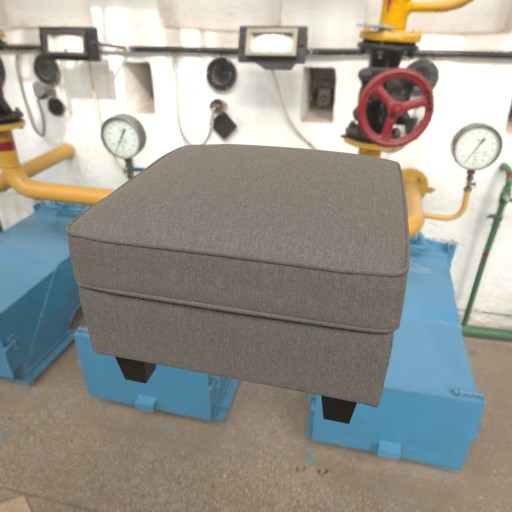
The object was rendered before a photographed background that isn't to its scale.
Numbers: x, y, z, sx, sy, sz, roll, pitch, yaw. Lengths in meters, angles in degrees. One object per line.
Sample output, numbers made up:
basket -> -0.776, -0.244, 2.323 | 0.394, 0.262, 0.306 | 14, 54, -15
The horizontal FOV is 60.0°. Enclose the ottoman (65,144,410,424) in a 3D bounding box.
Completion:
ottoman -> 0.000, 0.000, 1.432 | 0.871, 0.612, 0.808 | 7, 30, 12
